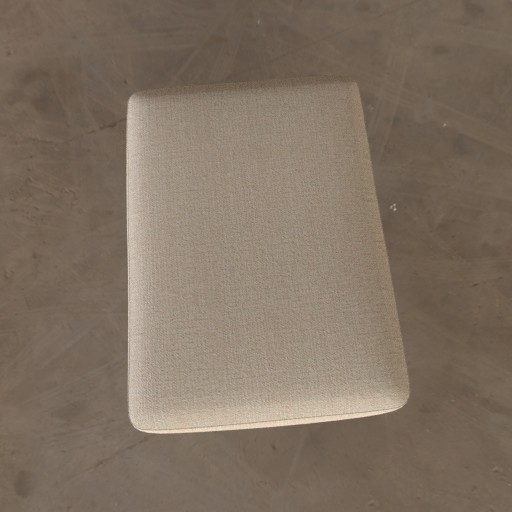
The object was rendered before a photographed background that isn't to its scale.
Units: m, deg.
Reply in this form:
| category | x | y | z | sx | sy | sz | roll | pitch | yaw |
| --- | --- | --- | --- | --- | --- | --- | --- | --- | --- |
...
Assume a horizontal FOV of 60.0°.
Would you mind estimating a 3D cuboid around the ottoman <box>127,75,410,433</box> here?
| category | x | y | z | sx | sy | sz | roll | pitch | yaw |
| --- | --- | --- | --- | --- | --- | --- | --- | --- | --- |
| ottoman | 0.000 | 0.000 | 1.251 | 0.637 | 0.478 | 0.885 | -5 | 74 | -1 |
